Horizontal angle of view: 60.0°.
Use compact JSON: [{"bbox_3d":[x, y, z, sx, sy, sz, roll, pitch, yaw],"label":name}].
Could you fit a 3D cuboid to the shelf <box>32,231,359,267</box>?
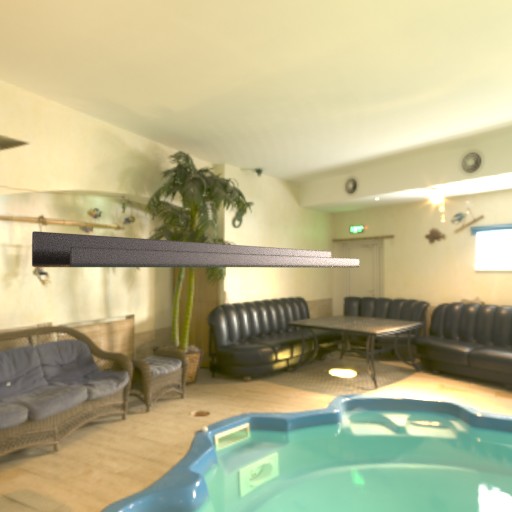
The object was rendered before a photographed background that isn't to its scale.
[{"bbox_3d":[0.000,0.000,0.952,0.092,0.049,0.924,-1,-2,35],"label":"shelf"}]
